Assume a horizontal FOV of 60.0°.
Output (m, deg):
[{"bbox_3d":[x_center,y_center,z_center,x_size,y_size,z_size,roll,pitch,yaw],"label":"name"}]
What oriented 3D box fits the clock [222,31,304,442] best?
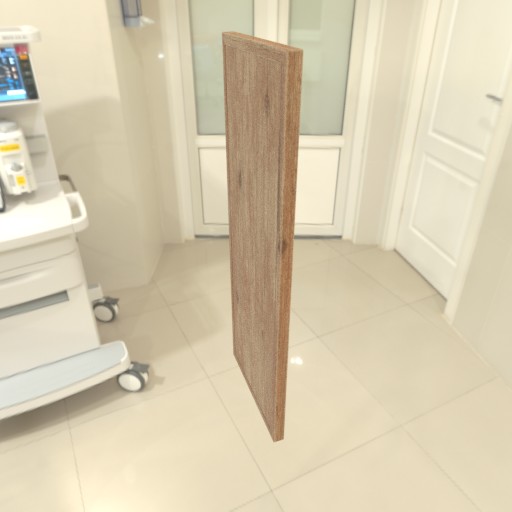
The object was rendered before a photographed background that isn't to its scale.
[{"bbox_3d":[0.000,0.000,1.094,0.030,0.965,0.361,-11,33,-17],"label":"clock"}]
